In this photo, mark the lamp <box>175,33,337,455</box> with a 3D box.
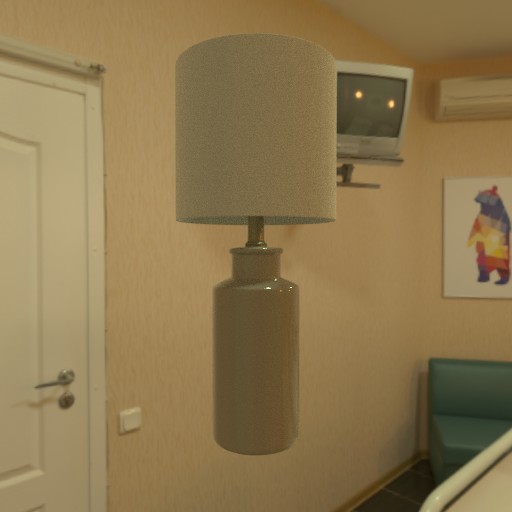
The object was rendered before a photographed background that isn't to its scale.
[{"bbox_3d":[0.000,0.000,0.596,0.212,0.493,0.212,0,1,17],"label":"lamp"}]
